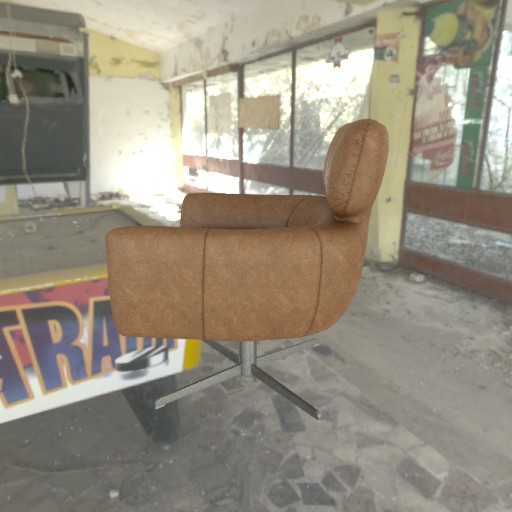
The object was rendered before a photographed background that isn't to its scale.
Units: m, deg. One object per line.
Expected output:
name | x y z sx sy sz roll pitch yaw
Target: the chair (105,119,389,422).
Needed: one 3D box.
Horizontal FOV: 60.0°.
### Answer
chair | 0.000 0.000 1.377 0.715 0.812 0.706 2 16 7
